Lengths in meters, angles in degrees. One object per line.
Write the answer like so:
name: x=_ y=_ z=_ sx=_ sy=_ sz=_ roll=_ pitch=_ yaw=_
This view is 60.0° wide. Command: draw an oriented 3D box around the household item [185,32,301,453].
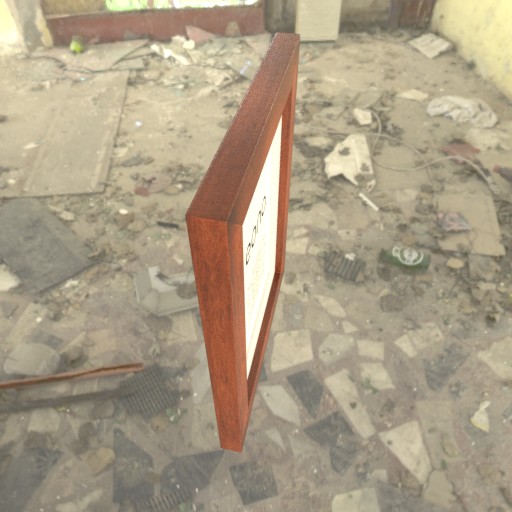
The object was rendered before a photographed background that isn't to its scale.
household item: x=0.000 y=0.000 z=0.335 sx=0.020 sy=0.250 sz=0.200 roll=9 pitch=47 yaw=8
